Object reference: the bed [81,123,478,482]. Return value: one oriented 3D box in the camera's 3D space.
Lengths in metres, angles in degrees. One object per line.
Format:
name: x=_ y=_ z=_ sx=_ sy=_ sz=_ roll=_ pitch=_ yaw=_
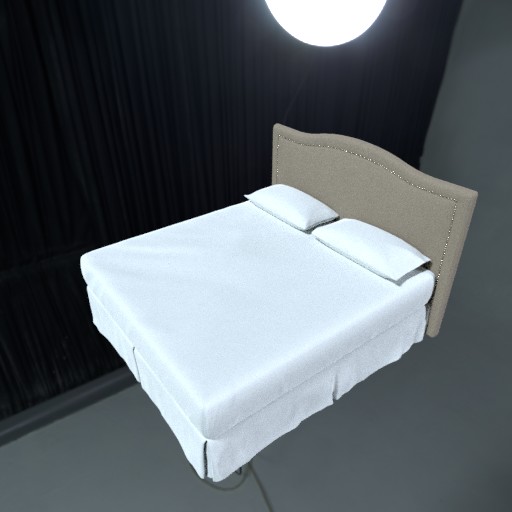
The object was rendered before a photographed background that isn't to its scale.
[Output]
bed: x=0.000 y=0.000 z=3.416 sx=2.182 sy=1.421 sz=2.083 roll=-22 pitch=38 yaw=-31
